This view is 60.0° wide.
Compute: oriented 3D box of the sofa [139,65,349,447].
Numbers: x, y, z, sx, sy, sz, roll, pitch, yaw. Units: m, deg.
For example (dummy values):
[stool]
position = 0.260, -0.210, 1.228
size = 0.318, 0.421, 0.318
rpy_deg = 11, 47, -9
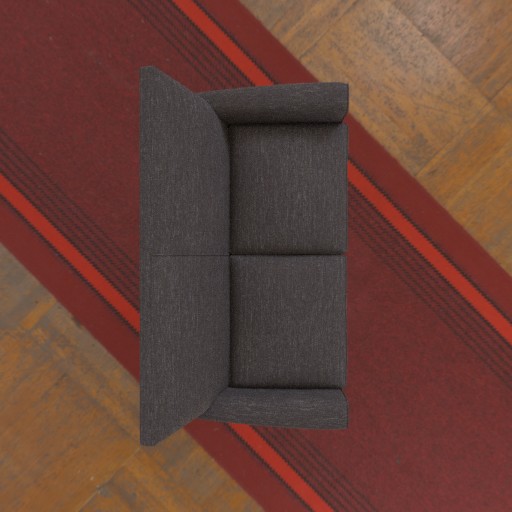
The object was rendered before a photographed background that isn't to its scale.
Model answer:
[sofa]
position = 0.000, 0.000, 2.097
size = 0.867, 0.905, 1.509
rpy_deg = 0, 90, 1
